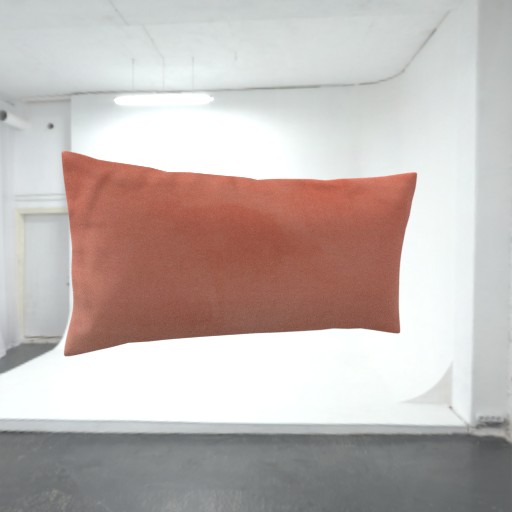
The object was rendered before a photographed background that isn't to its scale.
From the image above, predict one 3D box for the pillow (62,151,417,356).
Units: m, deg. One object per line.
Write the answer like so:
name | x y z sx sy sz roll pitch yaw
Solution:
pillow | 0.000 0.000 0.753 0.608 0.307 0.155 0 1 -18
